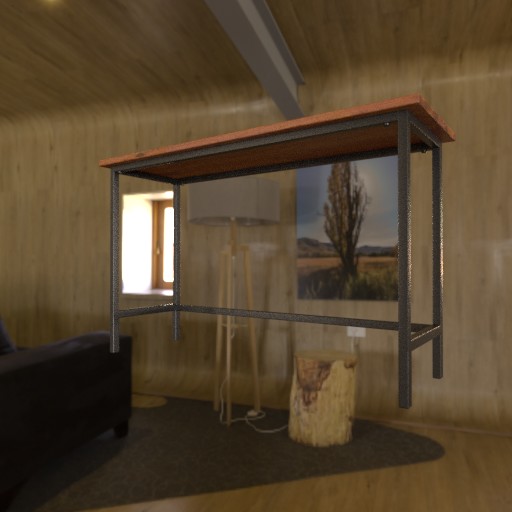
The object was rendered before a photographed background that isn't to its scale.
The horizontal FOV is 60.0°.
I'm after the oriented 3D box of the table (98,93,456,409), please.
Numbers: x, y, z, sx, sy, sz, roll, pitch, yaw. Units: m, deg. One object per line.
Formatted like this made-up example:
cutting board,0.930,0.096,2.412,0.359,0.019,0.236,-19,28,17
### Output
table,0.000,0.000,1.528,1.204,0.740,0.408,0,-1,35
